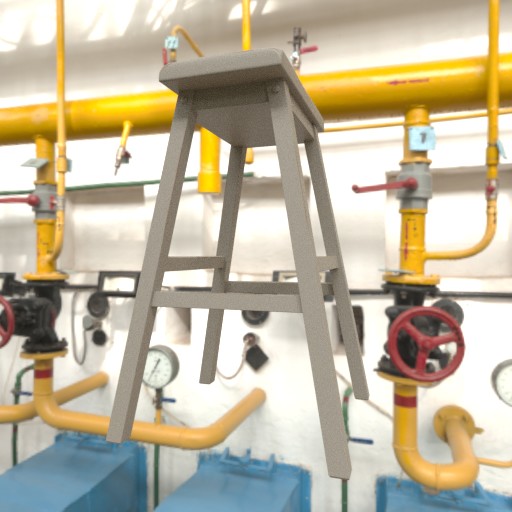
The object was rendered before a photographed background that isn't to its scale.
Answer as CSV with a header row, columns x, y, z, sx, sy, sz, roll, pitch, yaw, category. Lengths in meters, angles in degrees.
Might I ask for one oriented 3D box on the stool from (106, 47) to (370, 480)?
x,y,z,sx,sy,sz,roll,pitch,yaw,category
0.000,0.000,1.019,0.476,0.737,0.457,0,0,18,stool
